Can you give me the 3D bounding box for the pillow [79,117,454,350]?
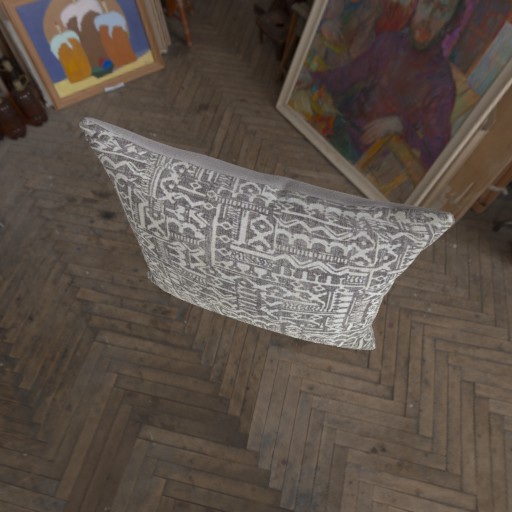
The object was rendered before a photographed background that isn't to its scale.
[{"bbox_3d":[0.000,0.000,0.802,0.546,0.487,0.180,17,61,10],"label":"pillow"}]
